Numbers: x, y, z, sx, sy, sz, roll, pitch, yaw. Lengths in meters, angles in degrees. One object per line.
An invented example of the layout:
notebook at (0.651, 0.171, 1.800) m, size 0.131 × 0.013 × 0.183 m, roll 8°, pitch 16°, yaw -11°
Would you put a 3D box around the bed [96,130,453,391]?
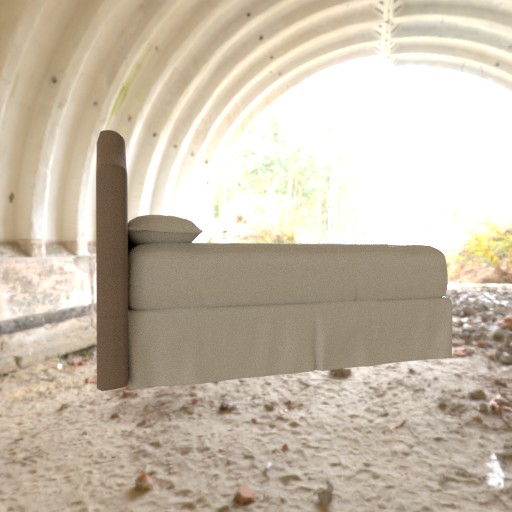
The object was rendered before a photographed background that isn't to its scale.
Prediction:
bed at (0.000, 0.000, 3.234) m, size 2.164 × 1.303 × 1.828 m, roll 0°, pitch 1°, yaw -19°
